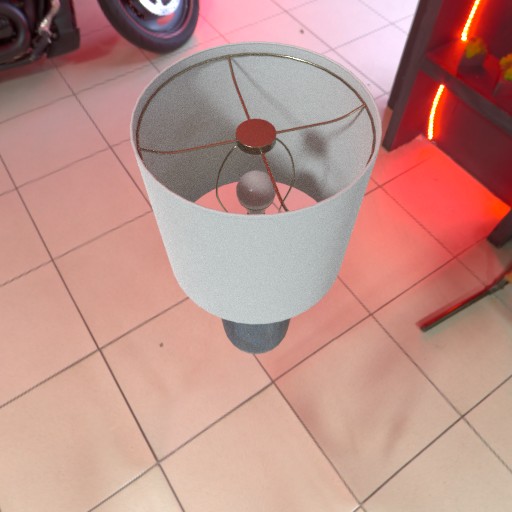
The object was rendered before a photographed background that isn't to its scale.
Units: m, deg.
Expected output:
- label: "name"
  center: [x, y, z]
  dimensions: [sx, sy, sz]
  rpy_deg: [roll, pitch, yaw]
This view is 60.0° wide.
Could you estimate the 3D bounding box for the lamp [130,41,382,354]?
- label: "lamp"
  center: [0.000, 0.000, 0.594]
  dimensions: [0.220, 0.475, 0.220]
  rpy_deg: [-1, 59, -1]
